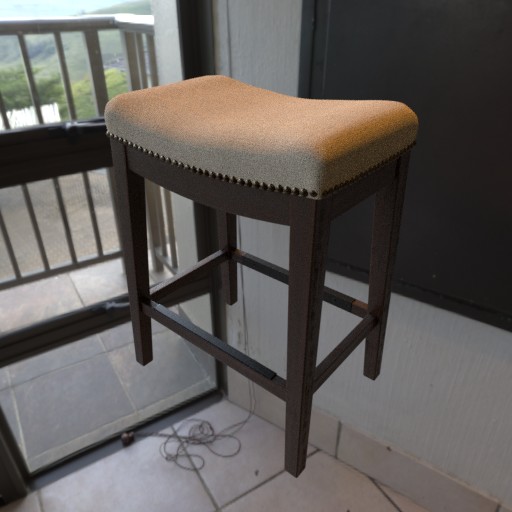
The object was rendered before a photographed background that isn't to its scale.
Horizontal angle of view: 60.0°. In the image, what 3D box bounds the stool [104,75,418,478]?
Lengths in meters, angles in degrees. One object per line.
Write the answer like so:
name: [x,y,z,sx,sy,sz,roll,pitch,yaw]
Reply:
stool: [0.000,0.000,0.962,0.509,0.669,0.363,23,38,33]
